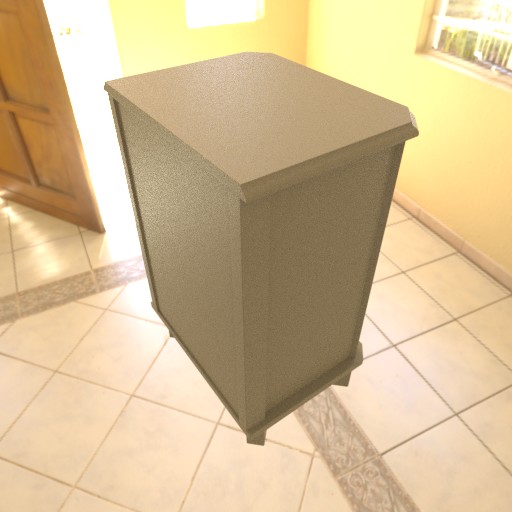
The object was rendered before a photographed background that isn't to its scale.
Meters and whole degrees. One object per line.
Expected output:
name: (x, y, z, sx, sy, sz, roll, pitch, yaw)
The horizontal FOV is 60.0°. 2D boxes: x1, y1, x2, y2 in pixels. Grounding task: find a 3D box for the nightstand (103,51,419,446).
nightstand: (0.000, 0.000, 0.940, 0.350, 0.680, 0.450, -25, 46, -26)
